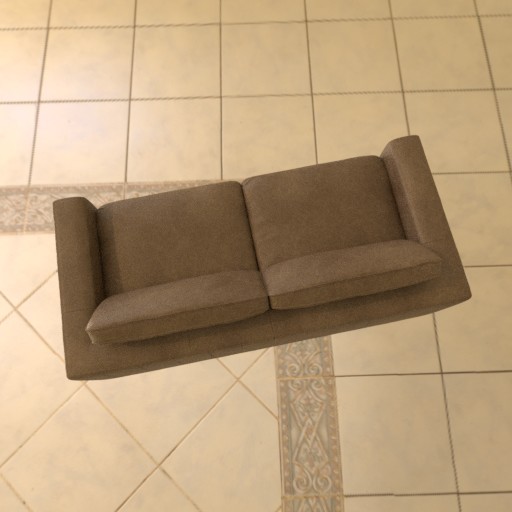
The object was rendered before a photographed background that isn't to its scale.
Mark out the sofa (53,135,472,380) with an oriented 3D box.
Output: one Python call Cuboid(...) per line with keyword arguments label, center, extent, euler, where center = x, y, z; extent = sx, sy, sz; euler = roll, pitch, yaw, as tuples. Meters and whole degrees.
Cuboid(label="sofa", center=(0.000, 0.000, 2.688), extent=(2.262, 0.801, 1.070), euler=(-11, 75, -3))
